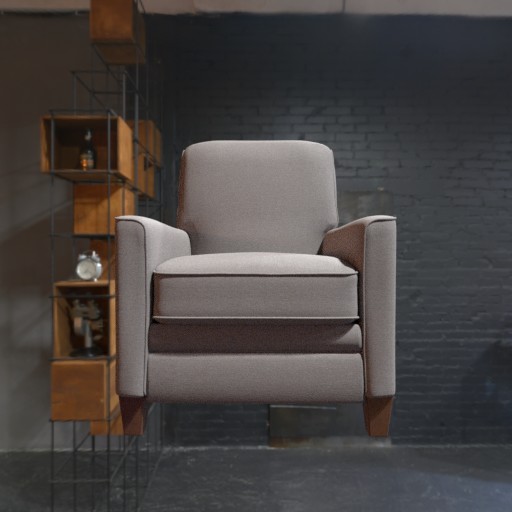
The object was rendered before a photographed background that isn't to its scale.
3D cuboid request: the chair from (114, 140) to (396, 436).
[{"bbox_3d":[0.000,0.000,1.637,0.845,1.023,0.859,0,0,0],"label":"chair"}]
